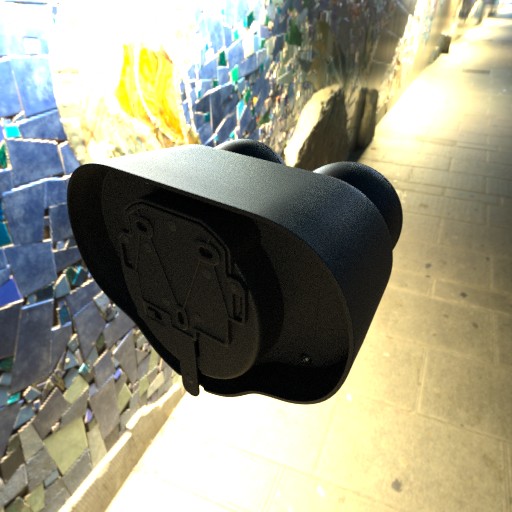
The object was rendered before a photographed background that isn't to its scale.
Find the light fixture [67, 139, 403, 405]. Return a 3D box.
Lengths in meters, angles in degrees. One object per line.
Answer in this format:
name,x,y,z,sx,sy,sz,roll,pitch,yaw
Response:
light fixture,0.000,0.000,0.331,0.229,0.159,0.159,21,37,31
